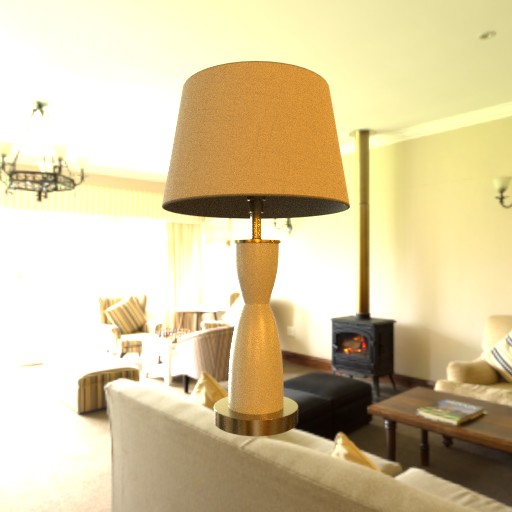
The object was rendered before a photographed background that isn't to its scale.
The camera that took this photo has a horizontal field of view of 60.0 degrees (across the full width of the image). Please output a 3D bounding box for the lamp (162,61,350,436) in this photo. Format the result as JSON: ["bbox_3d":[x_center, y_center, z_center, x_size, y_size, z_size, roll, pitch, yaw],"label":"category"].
[{"bbox_3d":[0.000,0.000,0.740,0.309,0.545,0.309,0,-1,0],"label":"lamp"}]
